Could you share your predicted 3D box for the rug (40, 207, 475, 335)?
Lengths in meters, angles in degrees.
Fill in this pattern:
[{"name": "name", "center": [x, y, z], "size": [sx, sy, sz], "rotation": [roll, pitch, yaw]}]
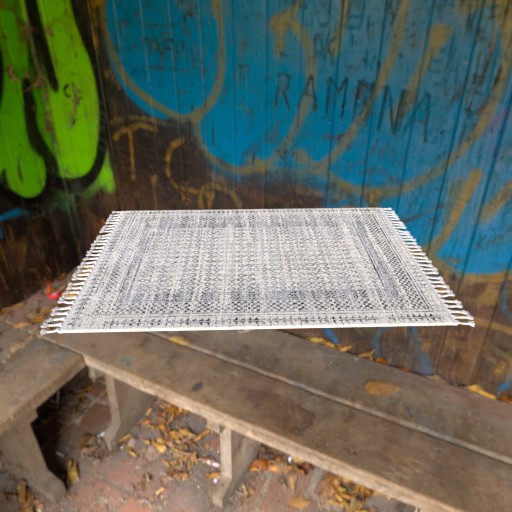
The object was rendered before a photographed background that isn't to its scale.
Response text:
[{"name": "rug", "center": [0.000, 0.000, 2.400], "size": [1.872, 0.013, 1.243], "rotation": [-1, 30, -2]}]
